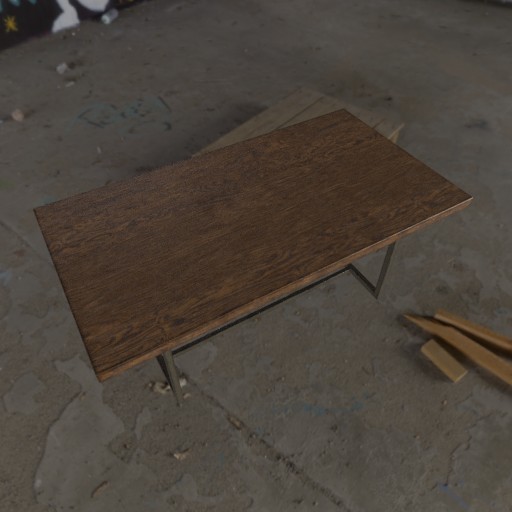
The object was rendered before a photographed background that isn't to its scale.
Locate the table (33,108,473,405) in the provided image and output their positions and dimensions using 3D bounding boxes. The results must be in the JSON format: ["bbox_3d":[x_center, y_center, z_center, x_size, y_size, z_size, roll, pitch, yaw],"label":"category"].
[{"bbox_3d":[0.000,0.000,2.560,1.989,0.795,1.078,-23,51,-20],"label":"table"}]
